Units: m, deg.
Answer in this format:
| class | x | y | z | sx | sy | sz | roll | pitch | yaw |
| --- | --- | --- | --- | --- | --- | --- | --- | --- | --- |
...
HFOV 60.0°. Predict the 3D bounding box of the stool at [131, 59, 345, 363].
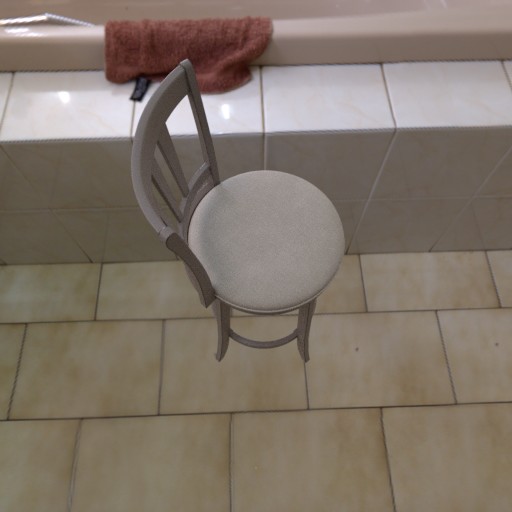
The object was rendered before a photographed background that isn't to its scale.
| class | x | y | z | sx | sy | sz | roll | pitch | yaw |
| --- | --- | --- | --- | --- | --- | --- | --- | --- | --- |
| stool | 0.000 | 0.000 | 1.295 | 0.475 | 1.023 | 0.436 | 0 | 64 | 0 |
